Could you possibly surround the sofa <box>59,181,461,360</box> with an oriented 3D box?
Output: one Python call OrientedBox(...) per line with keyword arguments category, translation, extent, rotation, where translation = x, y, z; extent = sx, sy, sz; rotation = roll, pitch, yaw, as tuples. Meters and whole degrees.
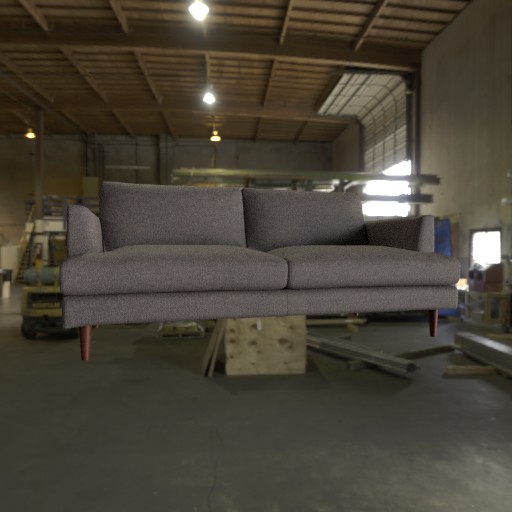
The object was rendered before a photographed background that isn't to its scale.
OrientedBox(category="sofa", translation=(0.000, 0.000, 2.520), extent=(1.948, 0.868, 1.020), rotation=(0, 1, -17))
